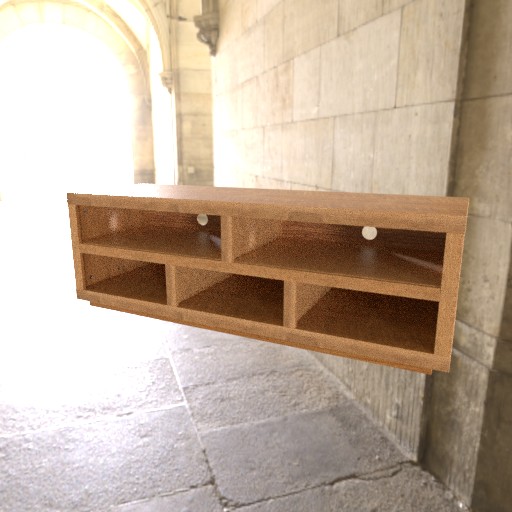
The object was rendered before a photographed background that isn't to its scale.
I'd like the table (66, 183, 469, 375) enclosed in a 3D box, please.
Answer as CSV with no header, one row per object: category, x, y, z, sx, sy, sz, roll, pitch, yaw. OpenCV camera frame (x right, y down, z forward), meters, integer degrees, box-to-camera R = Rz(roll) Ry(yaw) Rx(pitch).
table,0.000,0.000,1.784,1.499,0.491,0.499,7,15,25
